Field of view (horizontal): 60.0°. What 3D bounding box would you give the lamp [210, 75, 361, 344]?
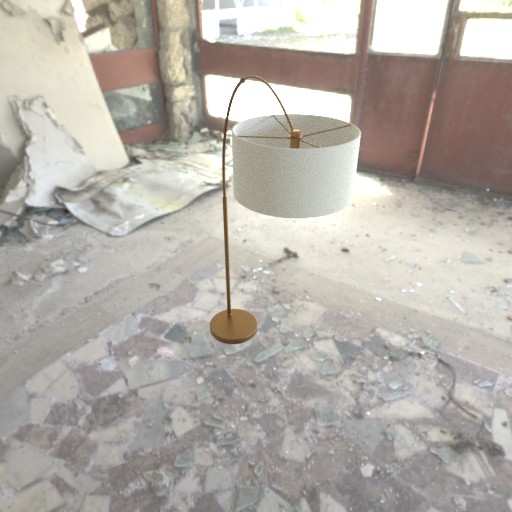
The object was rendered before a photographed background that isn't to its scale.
[{"bbox_3d":[0.000,0.000,2.523,0.493,1.927,1.434,-10,33,-16],"label":"lamp"}]
